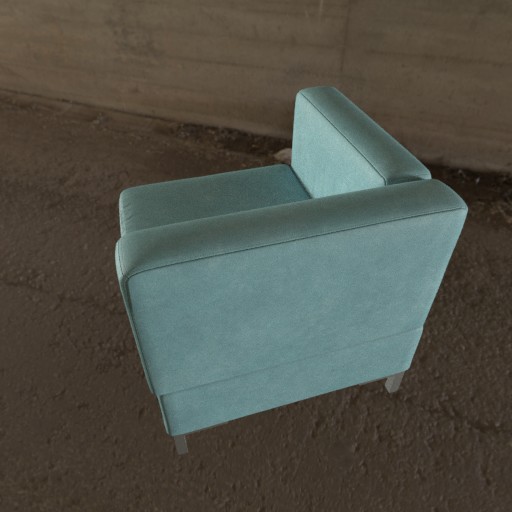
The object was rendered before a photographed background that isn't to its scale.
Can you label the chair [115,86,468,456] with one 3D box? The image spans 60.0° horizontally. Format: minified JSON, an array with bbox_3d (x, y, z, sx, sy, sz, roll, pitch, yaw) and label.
[{"bbox_3d":[0.000,0.000,1.202,0.680,0.660,0.680,-11,43,-13],"label":"chair"}]
